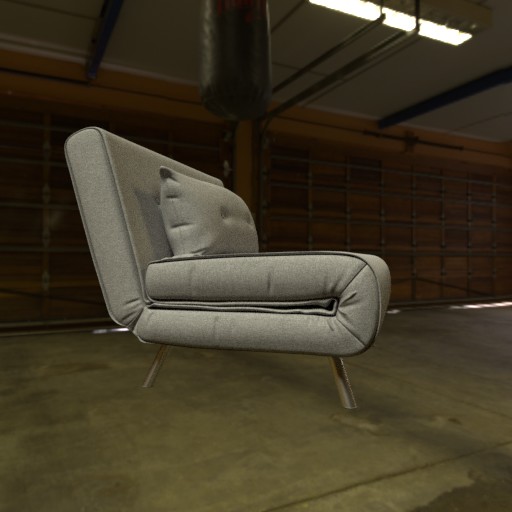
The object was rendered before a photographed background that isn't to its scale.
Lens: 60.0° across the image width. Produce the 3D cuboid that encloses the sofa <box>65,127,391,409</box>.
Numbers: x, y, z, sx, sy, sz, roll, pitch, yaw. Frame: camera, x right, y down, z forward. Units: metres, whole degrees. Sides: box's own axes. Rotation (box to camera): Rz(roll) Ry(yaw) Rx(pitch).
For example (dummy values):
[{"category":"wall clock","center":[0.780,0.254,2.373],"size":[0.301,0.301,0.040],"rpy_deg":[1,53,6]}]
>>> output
[{"category":"sofa","center":[0.000,0.000,1.753],"size":[1.000,0.825,1.020],"rpy_deg":[0,0,18]}]
